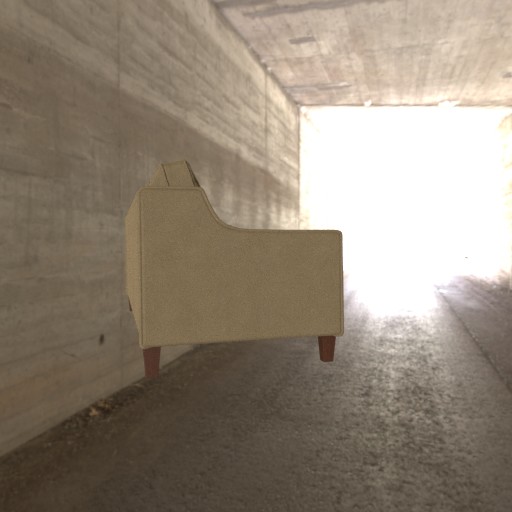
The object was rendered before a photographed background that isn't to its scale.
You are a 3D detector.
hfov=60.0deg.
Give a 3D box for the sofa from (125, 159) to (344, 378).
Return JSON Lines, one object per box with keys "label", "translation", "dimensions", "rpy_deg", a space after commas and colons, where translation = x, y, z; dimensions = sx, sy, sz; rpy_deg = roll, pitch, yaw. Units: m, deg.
{"label": "sofa", "translation": [0.000, 0.000, 3.373], "dimensions": [1.858, 1.066, 2.317], "rpy_deg": [0, 2, -18]}
